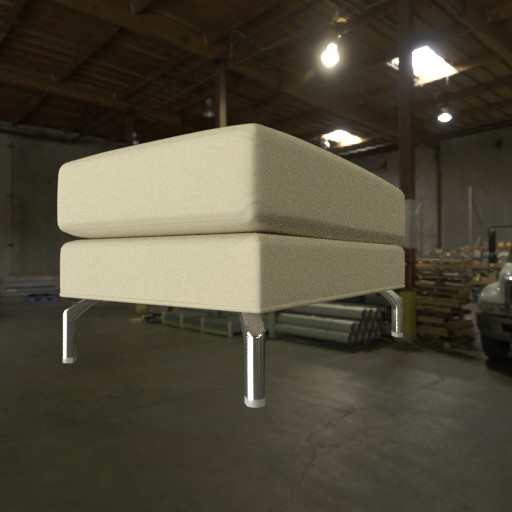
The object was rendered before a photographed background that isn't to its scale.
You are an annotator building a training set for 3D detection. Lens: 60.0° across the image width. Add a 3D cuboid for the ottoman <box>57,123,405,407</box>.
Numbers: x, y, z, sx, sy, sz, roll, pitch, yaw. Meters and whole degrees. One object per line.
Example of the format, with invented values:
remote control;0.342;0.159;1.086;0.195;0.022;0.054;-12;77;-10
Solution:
ottoman;0.000;0.000;1.205;0.581;0.497;0.835;0;0;35
